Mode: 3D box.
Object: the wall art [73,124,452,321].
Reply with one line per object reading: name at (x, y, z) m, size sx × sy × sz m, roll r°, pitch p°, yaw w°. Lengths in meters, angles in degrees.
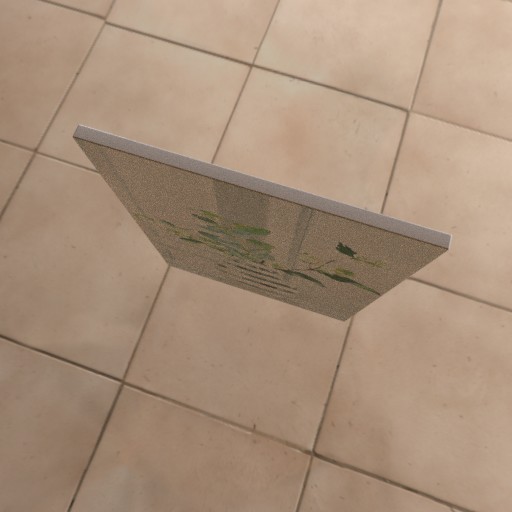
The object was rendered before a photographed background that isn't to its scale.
wall art at (0.000, 0.000, 1.610) m, size 0.914 × 1.212 × 0.038 m, roll 17°, pitch 75°, yaw 5°
